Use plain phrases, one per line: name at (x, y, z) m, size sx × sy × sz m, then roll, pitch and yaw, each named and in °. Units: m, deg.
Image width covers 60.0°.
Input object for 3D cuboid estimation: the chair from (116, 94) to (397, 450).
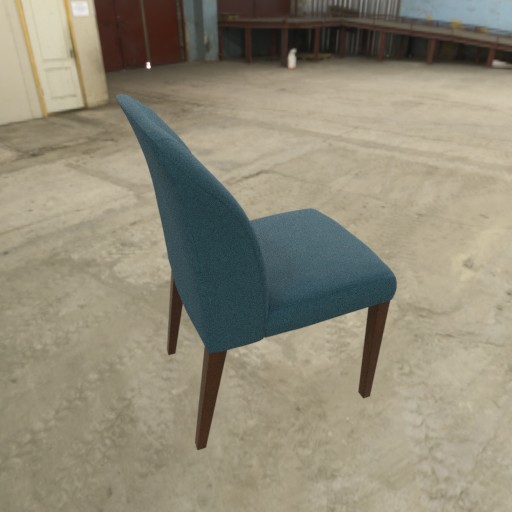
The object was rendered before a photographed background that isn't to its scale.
chair at (0.000, 0.000, 1.235) m, size 0.620 × 0.879 × 0.507 m, roll -11°, pitch 31°, yaw -18°
